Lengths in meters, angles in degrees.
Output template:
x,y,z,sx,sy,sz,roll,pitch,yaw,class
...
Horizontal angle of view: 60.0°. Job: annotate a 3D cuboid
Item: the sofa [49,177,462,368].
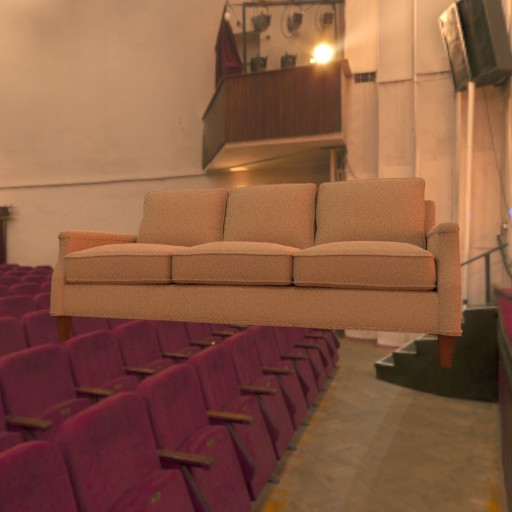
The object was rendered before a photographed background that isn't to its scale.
x,y,z,sx,sy,sz,roll,pitch,yaw,class
0.000,0.000,2.776,2.246,1.003,1.084,0,0,18,sofa
